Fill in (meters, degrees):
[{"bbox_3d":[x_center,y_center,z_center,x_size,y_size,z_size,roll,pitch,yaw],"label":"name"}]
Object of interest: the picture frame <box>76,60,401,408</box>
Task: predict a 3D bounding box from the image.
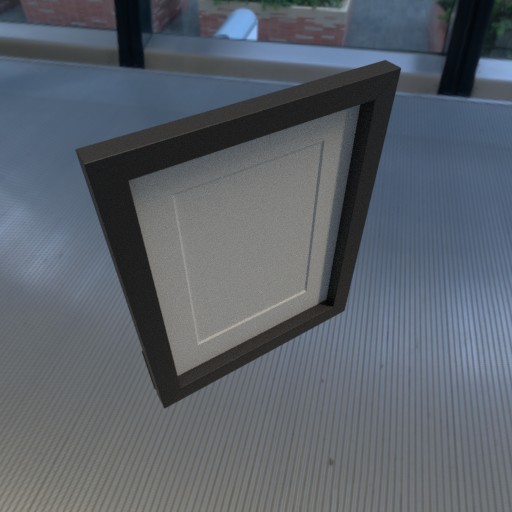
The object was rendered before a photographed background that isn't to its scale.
[{"bbox_3d":[0.000,0.000,0.516,0.307,0.383,0.036,-24,50,-22],"label":"picture frame"}]
